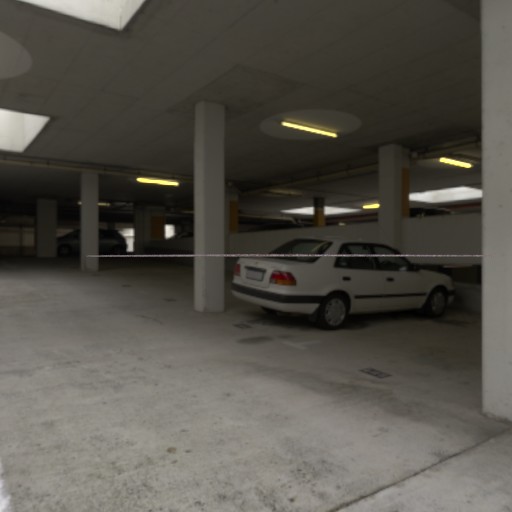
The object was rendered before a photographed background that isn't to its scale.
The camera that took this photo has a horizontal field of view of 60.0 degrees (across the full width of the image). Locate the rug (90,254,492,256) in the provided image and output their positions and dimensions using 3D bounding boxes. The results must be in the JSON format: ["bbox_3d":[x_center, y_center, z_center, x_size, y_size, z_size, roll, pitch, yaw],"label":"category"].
[{"bbox_3d":[0.000,0.000,2.309,1.219,0.005,1.829,0,0,-36],"label":"rug"}]
